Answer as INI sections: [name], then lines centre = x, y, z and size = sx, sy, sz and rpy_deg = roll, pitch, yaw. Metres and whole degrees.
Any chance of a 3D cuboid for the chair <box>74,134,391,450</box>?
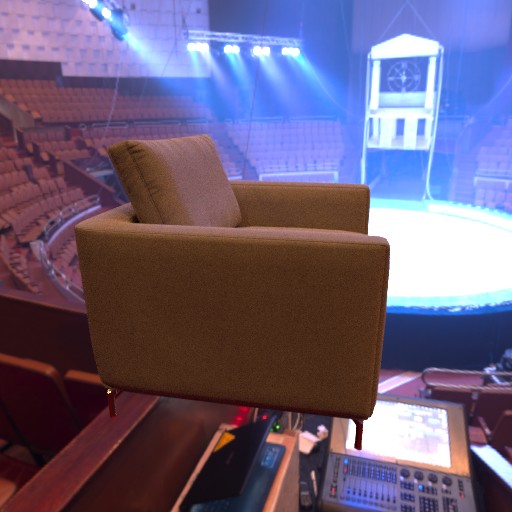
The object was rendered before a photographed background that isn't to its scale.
[chair]
centre = 0.000, 0.000, 1.656
size = 0.889, 0.864, 1.041
rpy_deg = 3, 17, 10
